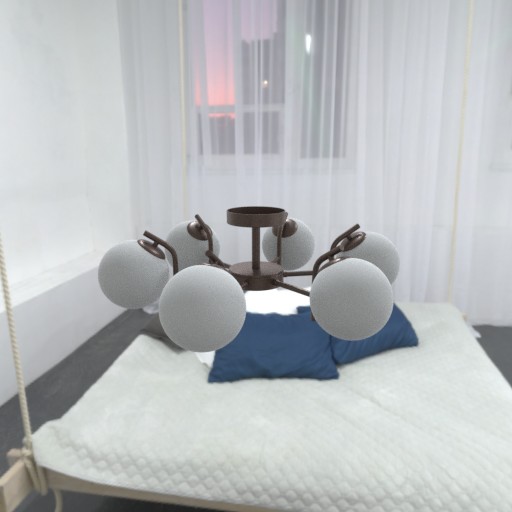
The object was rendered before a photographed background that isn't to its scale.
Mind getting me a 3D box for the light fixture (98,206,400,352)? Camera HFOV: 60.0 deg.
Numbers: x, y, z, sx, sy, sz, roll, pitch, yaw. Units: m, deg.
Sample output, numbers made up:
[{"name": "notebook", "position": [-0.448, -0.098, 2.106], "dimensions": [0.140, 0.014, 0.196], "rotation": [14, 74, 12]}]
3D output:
[{"name": "light fixture", "position": [0.000, 0.000, 0.967], "dimensions": [0.662, 0.201, 0.662], "rotation": [0, 14, 0]}]
